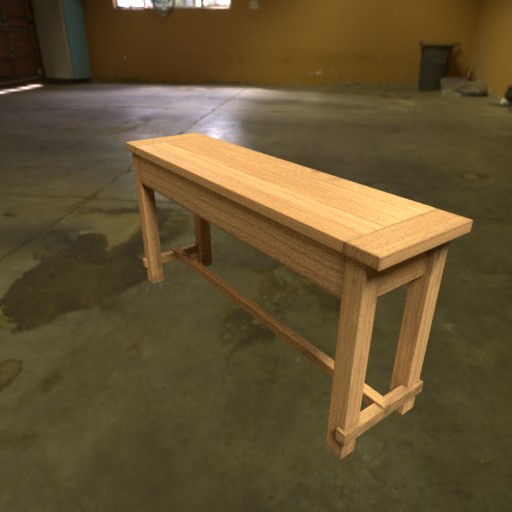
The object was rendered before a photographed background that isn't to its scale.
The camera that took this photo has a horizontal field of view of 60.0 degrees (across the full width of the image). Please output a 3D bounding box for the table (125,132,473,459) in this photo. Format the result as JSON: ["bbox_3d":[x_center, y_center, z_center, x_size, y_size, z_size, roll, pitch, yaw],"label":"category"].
[{"bbox_3d":[0.000,0.000,1.924,0.442,0.762,1.599,-18,32,-32],"label":"table"}]
